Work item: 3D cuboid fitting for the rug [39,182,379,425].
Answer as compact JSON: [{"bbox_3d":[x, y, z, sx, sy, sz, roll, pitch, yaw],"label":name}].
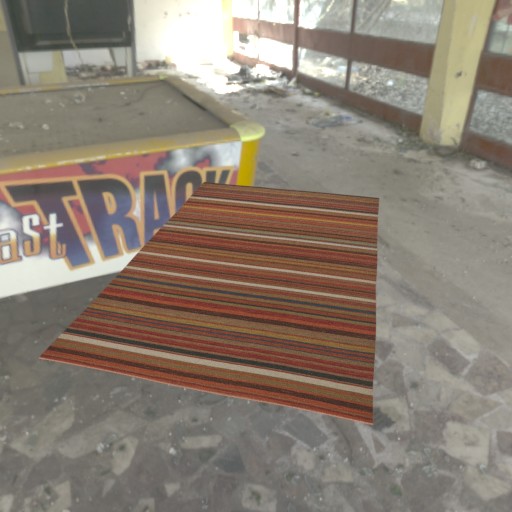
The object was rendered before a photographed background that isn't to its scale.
[{"bbox_3d":[0.000,0.000,2.280,1.217,0.007,1.828,7,32,12],"label":"rug"}]
